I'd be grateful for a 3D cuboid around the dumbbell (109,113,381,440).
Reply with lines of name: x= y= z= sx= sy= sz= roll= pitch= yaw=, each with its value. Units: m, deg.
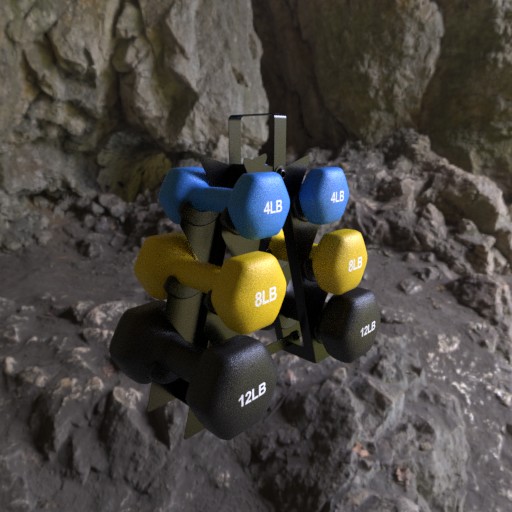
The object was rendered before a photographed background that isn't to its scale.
dumbbell: x=0.000 y=0.000 z=0.699 sx=0.255 sy=0.426 sz=0.409 roll=14 pitch=20 yaw=42
